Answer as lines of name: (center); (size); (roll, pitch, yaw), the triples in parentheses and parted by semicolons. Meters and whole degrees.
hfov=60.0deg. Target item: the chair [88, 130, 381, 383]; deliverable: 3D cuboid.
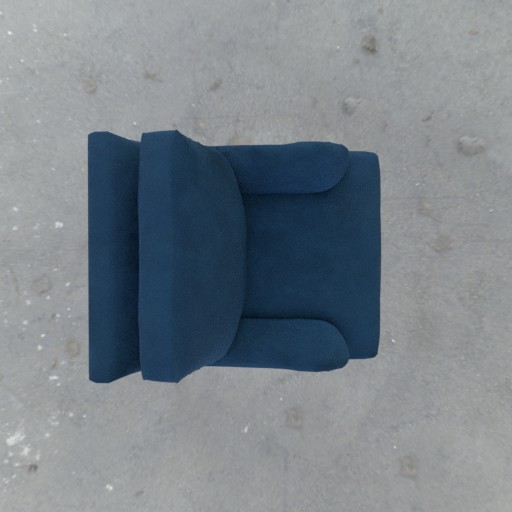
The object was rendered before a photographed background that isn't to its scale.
chair: (0.000, 0.000, 1.878); (1.078, 1.076, 0.895); (0, 91, 2)
